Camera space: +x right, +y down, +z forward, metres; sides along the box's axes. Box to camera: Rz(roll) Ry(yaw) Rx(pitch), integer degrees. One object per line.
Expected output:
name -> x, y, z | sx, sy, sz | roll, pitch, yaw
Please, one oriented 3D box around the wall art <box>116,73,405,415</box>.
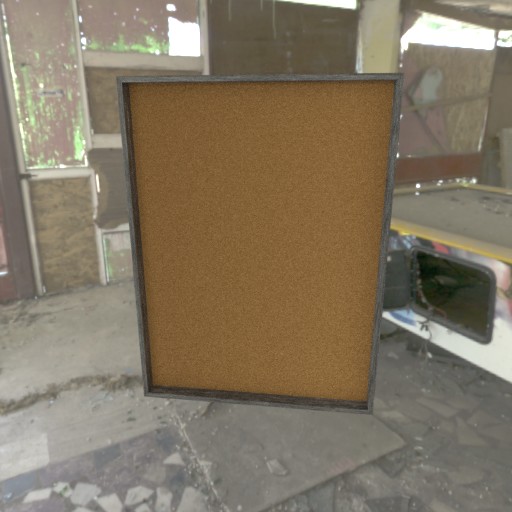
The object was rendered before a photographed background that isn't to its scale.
wall art -> 0.000, 0.000, 1.343 | 0.762, 1.016, 0.063 | 2, 18, 7
